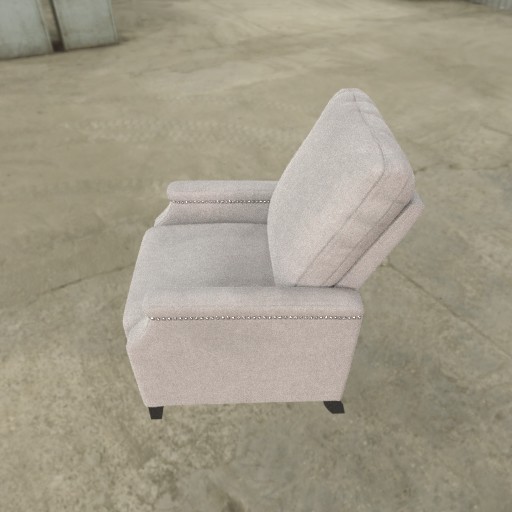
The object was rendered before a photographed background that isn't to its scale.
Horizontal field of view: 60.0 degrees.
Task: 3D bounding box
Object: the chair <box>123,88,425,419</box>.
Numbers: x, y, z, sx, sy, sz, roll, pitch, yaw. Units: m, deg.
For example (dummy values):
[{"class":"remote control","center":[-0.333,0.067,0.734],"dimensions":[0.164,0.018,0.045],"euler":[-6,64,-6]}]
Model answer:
[{"class":"chair","center":[0.000,0.000,1.629],"dimensions":[0.922,1.049,0.710],"euler":[-1,41,-1]}]
